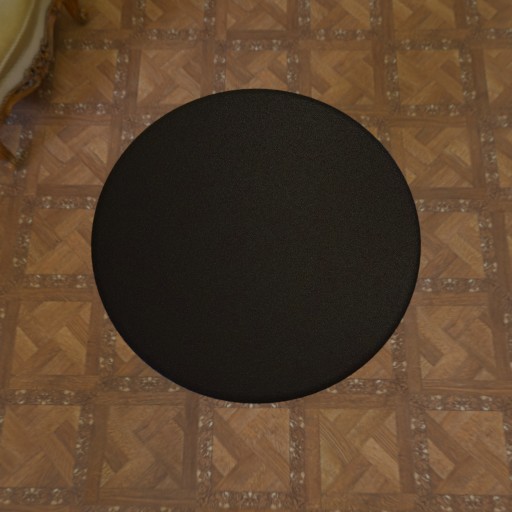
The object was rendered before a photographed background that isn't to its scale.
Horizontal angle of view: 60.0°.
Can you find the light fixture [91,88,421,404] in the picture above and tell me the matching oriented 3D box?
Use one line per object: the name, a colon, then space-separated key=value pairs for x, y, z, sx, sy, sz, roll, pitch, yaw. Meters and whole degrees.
light fixture: x=0.000 y=0.000 z=0.633 sx=0.389 sy=0.229 sz=0.389 roll=0 pitch=75 yaw=0
